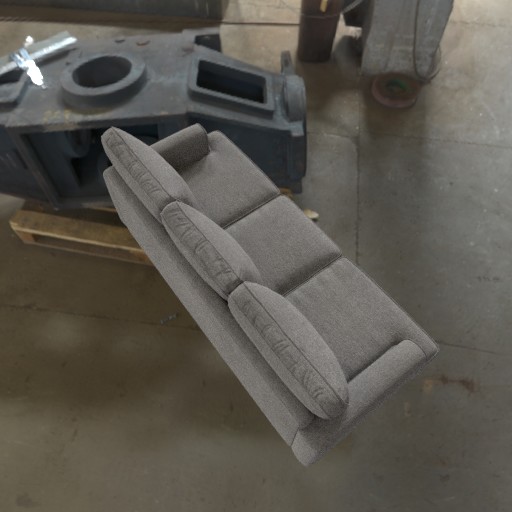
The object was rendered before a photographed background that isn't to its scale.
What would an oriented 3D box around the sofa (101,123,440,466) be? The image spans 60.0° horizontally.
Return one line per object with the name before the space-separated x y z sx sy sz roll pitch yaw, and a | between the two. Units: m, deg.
sofa | 0.000 0.000 2.679 0.951 0.965 2.158 -33 64 -19
